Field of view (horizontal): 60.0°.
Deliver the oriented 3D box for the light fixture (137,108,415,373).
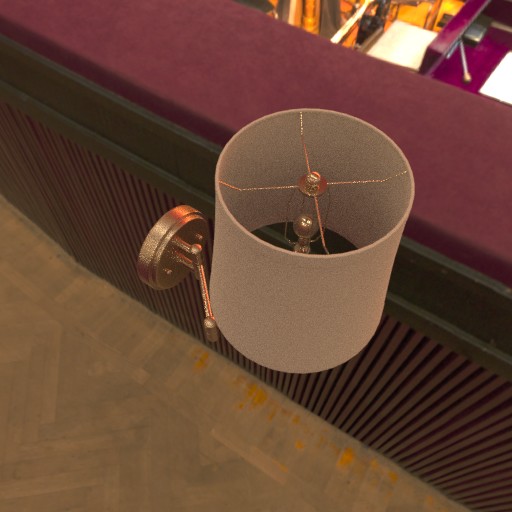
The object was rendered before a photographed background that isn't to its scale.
[{"bbox_3d":[0.000,0.000,0.573,0.348,0.381,0.223,30,62,17],"label":"light fixture"}]
